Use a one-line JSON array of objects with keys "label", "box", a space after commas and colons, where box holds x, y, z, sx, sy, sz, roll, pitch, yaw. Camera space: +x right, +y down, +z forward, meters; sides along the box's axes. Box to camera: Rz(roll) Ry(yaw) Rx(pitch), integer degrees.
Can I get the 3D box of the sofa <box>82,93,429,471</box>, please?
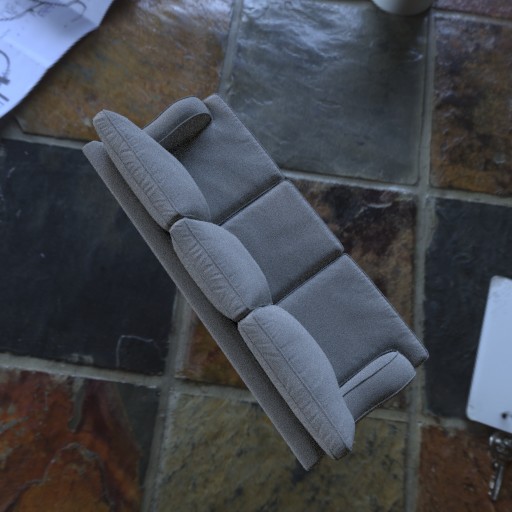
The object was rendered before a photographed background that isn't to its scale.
[{"label": "sofa", "box": [0.000, 0.000, 2.842, 1.016, 0.997, 2.323, -35, 79, -8]}]
